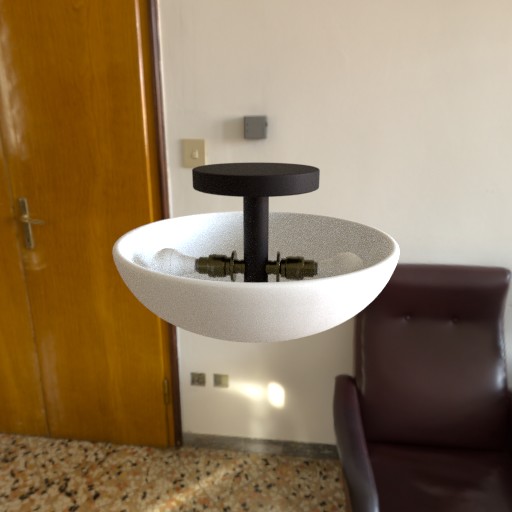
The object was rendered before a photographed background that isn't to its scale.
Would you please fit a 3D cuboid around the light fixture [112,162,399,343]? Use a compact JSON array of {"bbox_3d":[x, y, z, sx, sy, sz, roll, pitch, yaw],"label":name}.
[{"bbox_3d":[0.000,0.000,0.541,0.331,0.212,0.331,0,17,0],"label":"light fixture"}]
